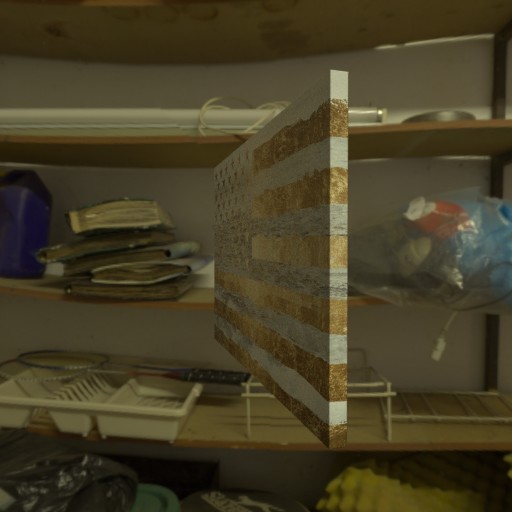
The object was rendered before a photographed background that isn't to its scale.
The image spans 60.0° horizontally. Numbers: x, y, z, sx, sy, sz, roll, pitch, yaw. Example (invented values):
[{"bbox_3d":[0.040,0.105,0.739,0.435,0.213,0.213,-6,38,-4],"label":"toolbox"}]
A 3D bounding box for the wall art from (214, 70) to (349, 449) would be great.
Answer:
[{"bbox_3d":[0.000,0.000,1.441,0.041,0.762,1.145,0,1,-17],"label":"wall art"}]
